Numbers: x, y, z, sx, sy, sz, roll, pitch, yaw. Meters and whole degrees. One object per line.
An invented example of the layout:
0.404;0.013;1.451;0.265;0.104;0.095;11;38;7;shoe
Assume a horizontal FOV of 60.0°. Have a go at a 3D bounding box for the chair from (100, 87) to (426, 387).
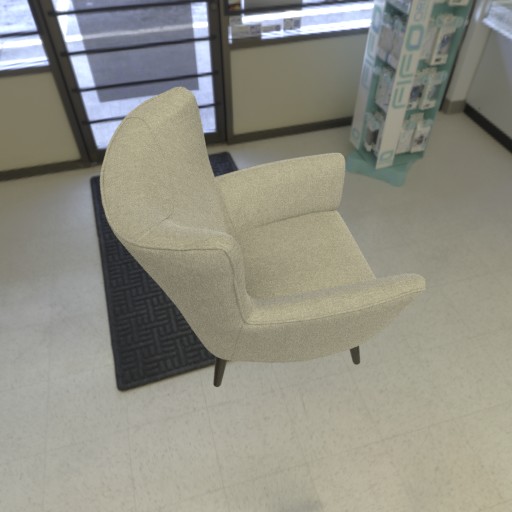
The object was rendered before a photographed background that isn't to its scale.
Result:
0.000;0.000;1.578;0.888;0.933;0.781;-10;47;-9;chair
